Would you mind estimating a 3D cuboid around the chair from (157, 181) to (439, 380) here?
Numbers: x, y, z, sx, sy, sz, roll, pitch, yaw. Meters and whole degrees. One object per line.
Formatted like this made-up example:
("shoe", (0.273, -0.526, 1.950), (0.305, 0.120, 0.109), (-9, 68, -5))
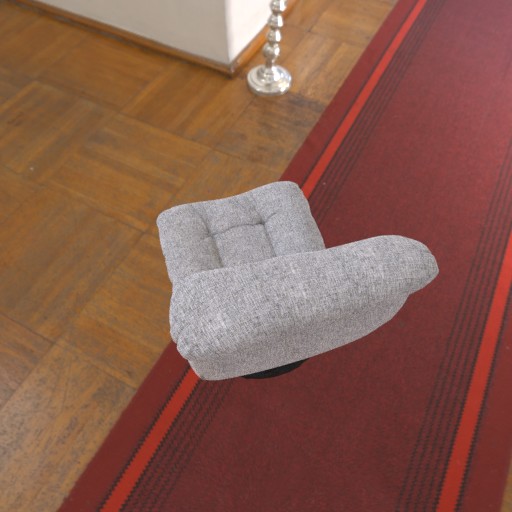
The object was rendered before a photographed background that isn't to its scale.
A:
("chair", (0.000, 0.000, 0.969), (0.400, 0.600, 0.583), (-15, 59, -9))
